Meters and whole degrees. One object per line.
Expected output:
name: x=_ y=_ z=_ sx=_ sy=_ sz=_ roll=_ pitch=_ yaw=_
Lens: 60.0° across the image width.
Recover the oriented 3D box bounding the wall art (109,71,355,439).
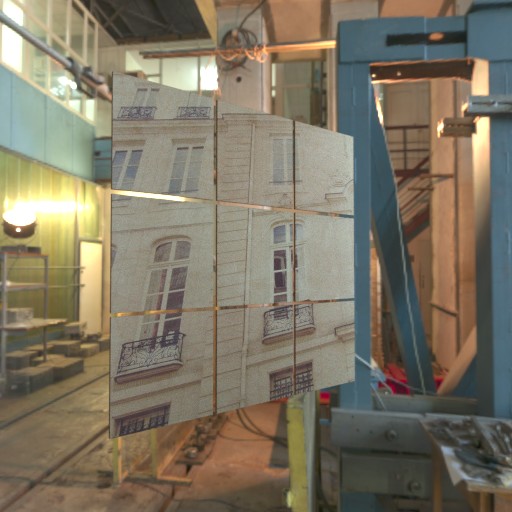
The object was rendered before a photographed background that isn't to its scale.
wall art: x=0.000 y=0.000 z=2.305 sx=1.526 sy=1.522 sz=0.023 roll=1 pitch=-2 yaw=-38
